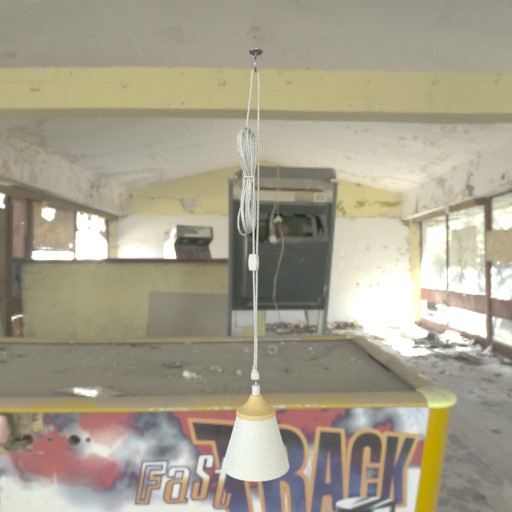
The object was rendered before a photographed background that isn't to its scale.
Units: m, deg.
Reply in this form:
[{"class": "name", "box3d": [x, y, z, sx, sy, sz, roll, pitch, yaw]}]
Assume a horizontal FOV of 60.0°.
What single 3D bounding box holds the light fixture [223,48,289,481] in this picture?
[{"class": "light fixture", "box3d": [0.000, 0.000, 1.033, 0.153, 0.966, 0.153, -1, -2, 37]}]
